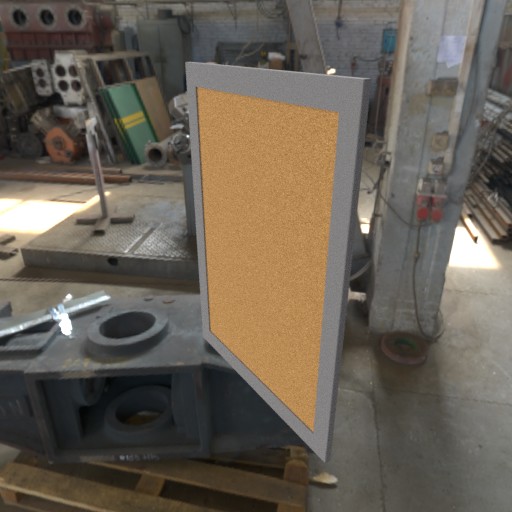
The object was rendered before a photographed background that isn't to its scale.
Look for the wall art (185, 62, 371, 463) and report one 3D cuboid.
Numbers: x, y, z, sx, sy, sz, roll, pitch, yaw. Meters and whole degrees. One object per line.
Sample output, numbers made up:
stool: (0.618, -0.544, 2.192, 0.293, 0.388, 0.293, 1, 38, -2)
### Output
wall art: (0.000, 0.000, 0.677, 0.012, 0.529, 0.374, -17, 31, -31)
